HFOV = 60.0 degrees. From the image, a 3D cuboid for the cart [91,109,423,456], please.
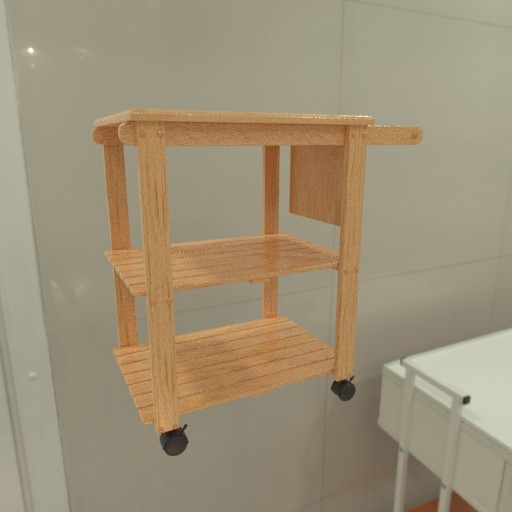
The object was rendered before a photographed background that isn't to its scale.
[{"bbox_3d":[0.000,0.000,1.360,0.843,0.816,0.520,-7,16,-26],"label":"cart"}]
